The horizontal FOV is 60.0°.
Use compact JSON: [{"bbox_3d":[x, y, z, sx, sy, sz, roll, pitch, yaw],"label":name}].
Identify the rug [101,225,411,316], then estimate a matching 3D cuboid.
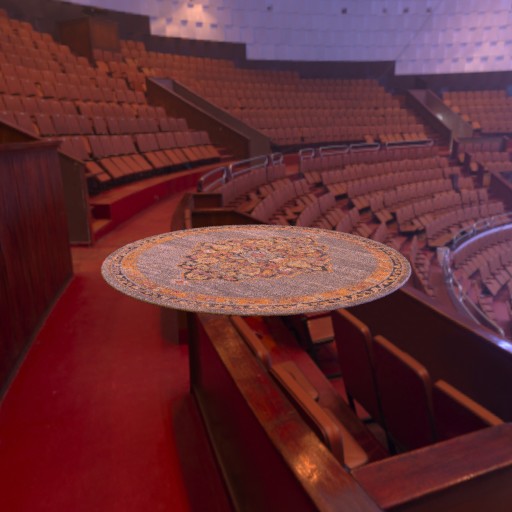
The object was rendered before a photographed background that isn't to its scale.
[{"bbox_3d":[0.000,0.000,3.588,2.382,0.014,2.382,0,16,0],"label":"rug"}]
